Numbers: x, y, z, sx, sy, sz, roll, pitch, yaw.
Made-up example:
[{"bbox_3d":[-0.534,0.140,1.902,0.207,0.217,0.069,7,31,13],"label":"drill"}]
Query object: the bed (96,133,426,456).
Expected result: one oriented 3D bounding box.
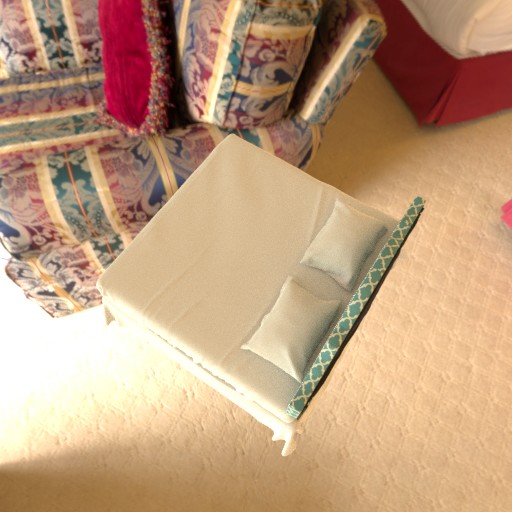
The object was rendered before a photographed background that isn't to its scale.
[{"bbox_3d":[0.000,0.000,3.818,2.222,1.601,2.314,31,67,15],"label":"bed"}]
